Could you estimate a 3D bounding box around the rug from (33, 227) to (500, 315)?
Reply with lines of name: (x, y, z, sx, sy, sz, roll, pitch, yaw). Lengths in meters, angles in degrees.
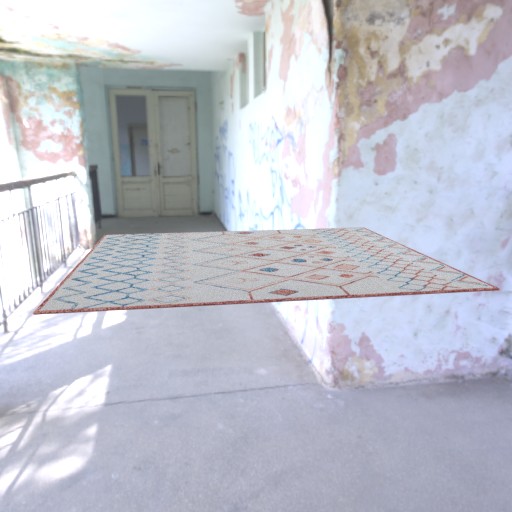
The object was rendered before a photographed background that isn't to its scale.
rug: (0.000, 0.000, 4.013, 3.050, 0.016, 2.441, -2, 14, -8)
